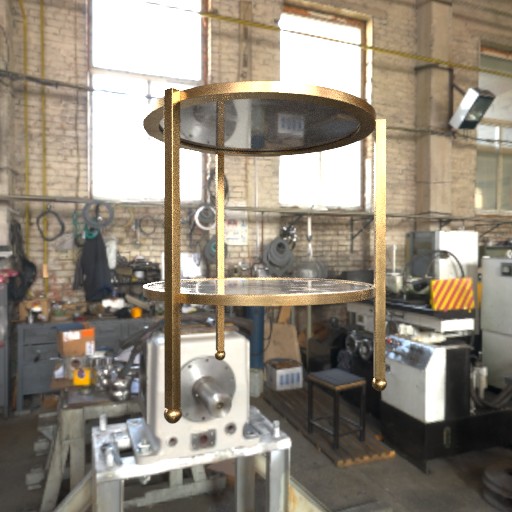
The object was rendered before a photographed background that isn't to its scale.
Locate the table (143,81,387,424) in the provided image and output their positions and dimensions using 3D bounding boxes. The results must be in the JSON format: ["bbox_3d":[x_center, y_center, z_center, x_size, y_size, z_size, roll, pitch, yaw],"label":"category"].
[{"bbox_3d":[0.000,0.000,0.450,0.231,0.269,0.243,0,1,36],"label":"table"}]
